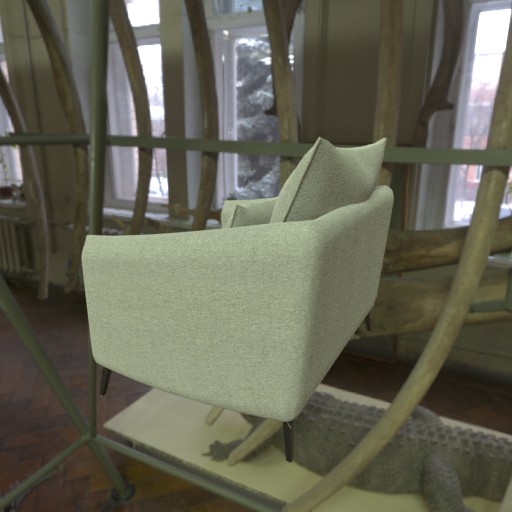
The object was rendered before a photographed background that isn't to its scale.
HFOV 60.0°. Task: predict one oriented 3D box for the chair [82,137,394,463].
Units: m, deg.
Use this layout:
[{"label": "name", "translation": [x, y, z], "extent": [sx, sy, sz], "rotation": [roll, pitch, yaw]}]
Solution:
[{"label": "chair", "translation": [0.000, 0.000, 1.634], "extent": [0.801, 0.856, 1.029], "rotation": [8, 17, 26]}]
